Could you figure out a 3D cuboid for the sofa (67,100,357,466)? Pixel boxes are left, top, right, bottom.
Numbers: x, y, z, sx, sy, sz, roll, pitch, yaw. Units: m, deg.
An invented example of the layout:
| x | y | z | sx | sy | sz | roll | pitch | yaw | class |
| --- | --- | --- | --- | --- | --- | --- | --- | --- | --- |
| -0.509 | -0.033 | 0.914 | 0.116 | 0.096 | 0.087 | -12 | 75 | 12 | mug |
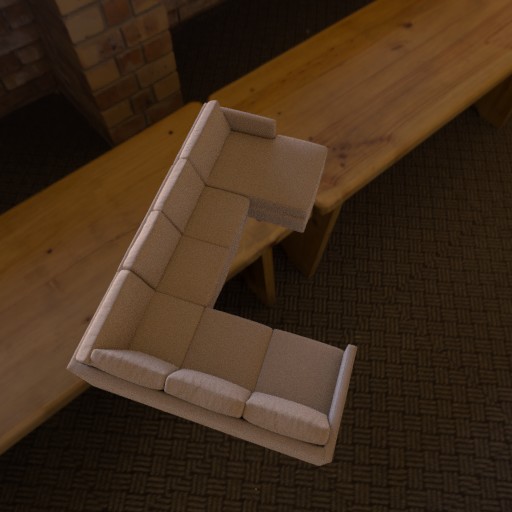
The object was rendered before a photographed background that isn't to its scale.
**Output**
| x | y | z | sx | sy | sz | roll | pitch | yaw | class |
| --- | --- | --- | --- | --- | --- | --- | --- | --- | --- |
| 0.000 | 0.000 | 4.728 | 2.427 | 0.882 | 3.460 | 16 | 63 | 8 | sofa |
